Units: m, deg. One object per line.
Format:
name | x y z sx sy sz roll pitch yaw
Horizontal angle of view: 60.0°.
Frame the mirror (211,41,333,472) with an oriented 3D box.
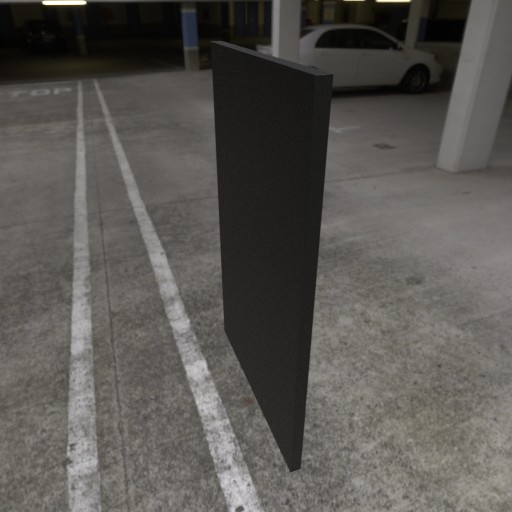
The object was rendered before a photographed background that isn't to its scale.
mirror | 0.000 0.000 1.459 0.038 1.219 0.762 -10 32 -17
